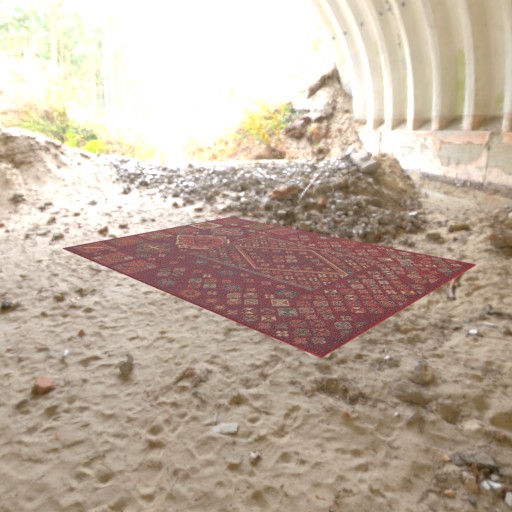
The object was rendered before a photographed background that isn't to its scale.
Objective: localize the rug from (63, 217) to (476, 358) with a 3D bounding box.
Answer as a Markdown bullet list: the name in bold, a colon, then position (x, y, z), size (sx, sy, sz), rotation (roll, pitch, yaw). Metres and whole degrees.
- **rug**: position (0.000, 0.000, 4.336), size (3.306, 0.011, 2.389), rotation (15, 22, 42)
